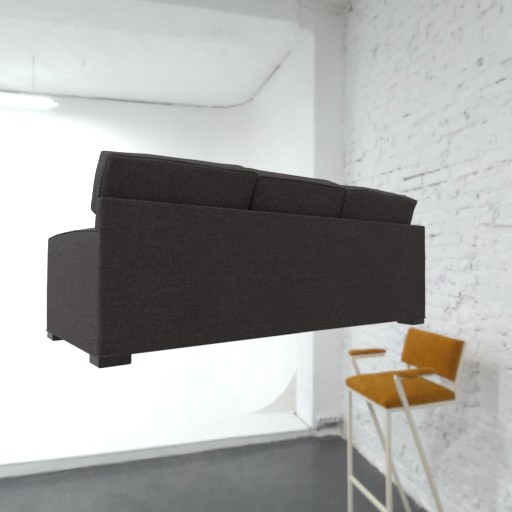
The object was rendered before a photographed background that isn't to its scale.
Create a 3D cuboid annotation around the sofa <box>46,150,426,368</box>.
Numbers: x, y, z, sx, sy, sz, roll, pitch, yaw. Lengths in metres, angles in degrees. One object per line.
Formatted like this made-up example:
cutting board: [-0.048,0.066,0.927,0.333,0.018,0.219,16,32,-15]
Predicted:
sofa: [0.000,0.000,2.933,2.369,0.978,1.004,1,-1,-37]
